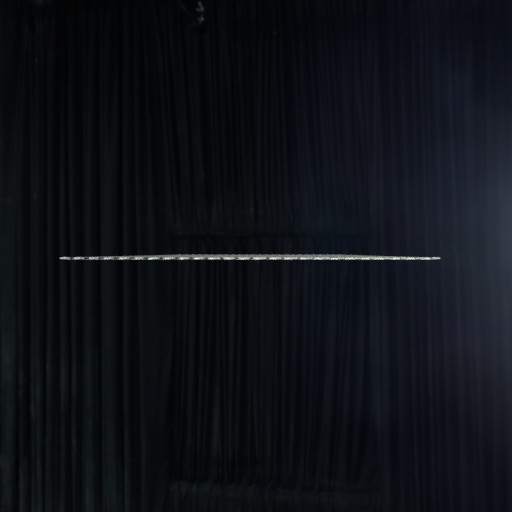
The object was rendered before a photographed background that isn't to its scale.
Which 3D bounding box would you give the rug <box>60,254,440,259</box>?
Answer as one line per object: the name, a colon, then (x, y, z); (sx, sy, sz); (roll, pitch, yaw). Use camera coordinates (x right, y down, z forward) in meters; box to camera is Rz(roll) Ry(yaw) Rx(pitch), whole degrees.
rug: (0.000, 0.000, 2.982); (1.539, 0.011, 2.410); (0, 0, 2)
